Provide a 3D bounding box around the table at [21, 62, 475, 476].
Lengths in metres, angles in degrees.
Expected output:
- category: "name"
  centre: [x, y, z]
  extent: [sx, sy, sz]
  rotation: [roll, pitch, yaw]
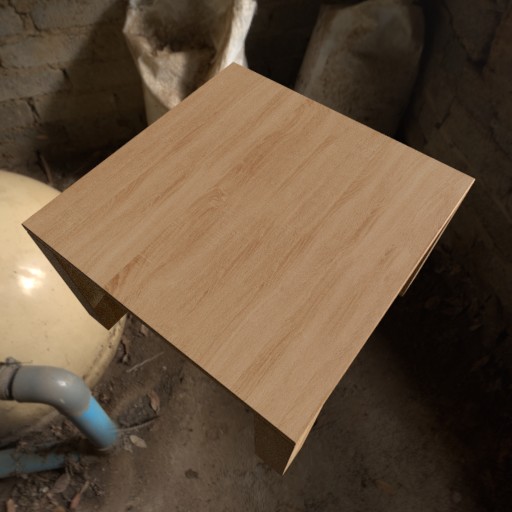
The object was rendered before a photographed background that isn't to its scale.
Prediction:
- category: "table"
  centre: [0.000, 0.000, 1.147]
  extent: [0.700, 0.450, 0.700]
  rotation: [33, 64, 19]
